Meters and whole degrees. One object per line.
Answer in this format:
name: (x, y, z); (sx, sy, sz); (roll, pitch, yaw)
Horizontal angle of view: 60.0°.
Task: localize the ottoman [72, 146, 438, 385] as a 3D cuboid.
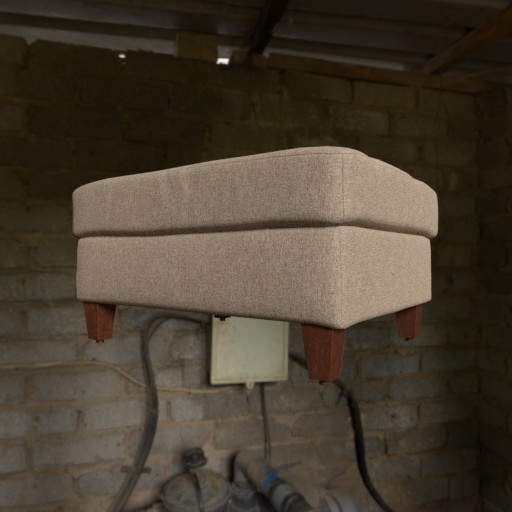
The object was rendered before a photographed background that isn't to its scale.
ottoman: (0.000, 0.000, 1.322); (0.889, 0.511, 0.692); (0, 0, 36)
